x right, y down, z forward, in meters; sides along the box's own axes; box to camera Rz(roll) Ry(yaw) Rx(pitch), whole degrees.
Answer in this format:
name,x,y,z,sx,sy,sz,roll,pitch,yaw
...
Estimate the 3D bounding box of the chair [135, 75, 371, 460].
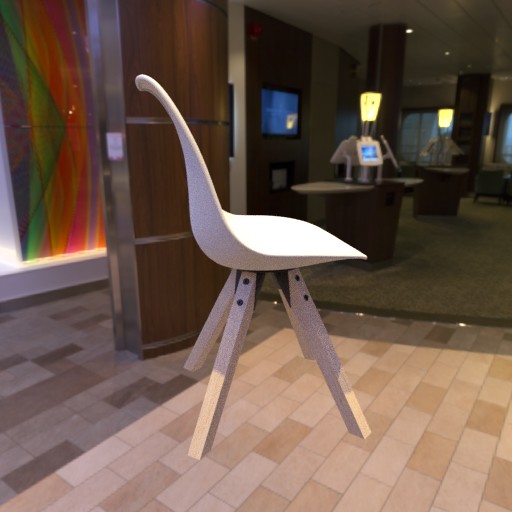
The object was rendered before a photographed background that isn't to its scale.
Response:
name,x,y,z,sx,sy,sz,roll,pitch,yaw
chair,0.000,0.000,1.163,0.550,0.850,0.485,-3,15,-10
